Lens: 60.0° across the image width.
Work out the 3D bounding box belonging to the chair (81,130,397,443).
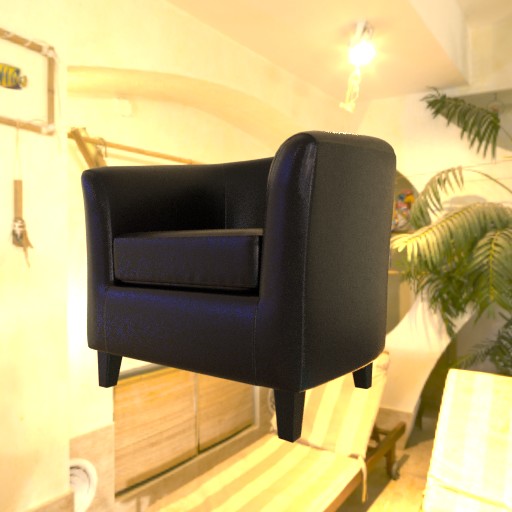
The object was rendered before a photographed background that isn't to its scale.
[{"bbox_3d":[0.000,0.000,1.366,0.793,0.756,0.727,1,1,35],"label":"chair"}]
